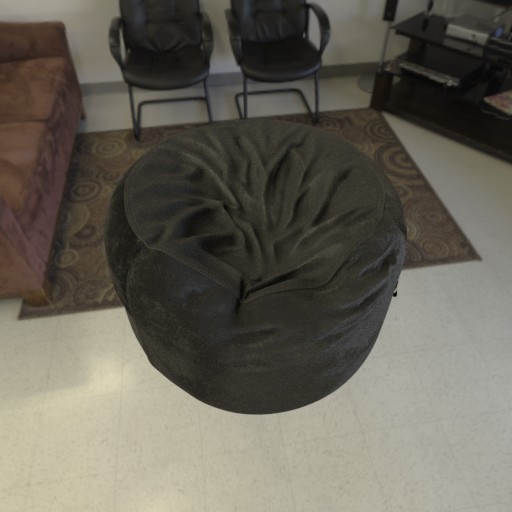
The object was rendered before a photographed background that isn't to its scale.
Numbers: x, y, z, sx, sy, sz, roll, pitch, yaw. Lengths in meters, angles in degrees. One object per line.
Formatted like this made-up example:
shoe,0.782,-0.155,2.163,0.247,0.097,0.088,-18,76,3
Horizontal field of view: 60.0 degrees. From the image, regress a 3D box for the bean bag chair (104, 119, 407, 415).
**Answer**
bean bag chair,0.000,0.000,1.476,0.918,0.605,0.918,0,47,0
